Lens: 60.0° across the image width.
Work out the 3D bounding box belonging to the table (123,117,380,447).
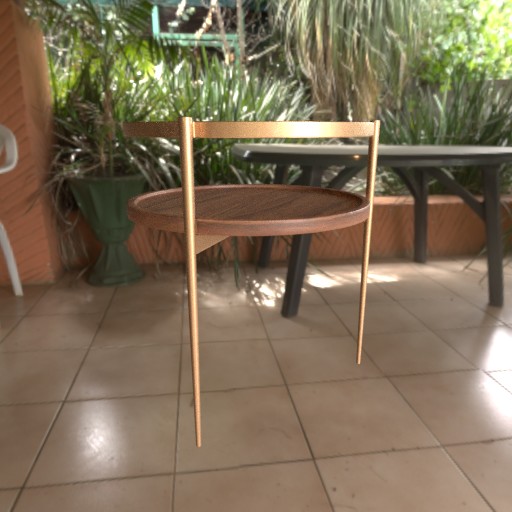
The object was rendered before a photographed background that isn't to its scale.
[{"bbox_3d":[0.000,0.000,0.840,0.456,0.493,0.430,-2,16,-9],"label":"table"}]
